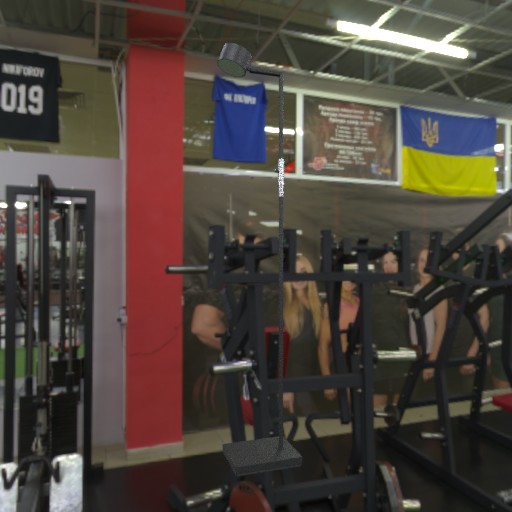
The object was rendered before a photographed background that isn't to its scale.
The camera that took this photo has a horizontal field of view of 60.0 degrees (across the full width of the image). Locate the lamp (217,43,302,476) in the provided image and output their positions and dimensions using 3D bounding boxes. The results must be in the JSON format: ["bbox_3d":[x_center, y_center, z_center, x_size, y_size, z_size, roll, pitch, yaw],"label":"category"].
[{"bbox_3d":[0.000,0.000,1.728,0.304,1.600,0.203,0,0,-18],"label":"lamp"}]
